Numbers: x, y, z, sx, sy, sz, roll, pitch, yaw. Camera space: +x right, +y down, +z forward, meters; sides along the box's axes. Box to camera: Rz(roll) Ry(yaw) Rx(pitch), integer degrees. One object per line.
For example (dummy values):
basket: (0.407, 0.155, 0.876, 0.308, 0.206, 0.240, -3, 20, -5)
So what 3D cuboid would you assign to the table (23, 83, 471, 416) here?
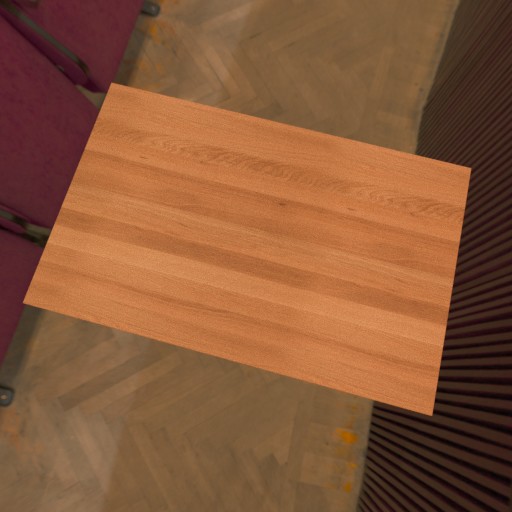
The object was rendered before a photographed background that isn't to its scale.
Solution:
table: (0.000, 0.000, 1.477, 1.100, 0.510, 0.700, 15, 76, 4)
